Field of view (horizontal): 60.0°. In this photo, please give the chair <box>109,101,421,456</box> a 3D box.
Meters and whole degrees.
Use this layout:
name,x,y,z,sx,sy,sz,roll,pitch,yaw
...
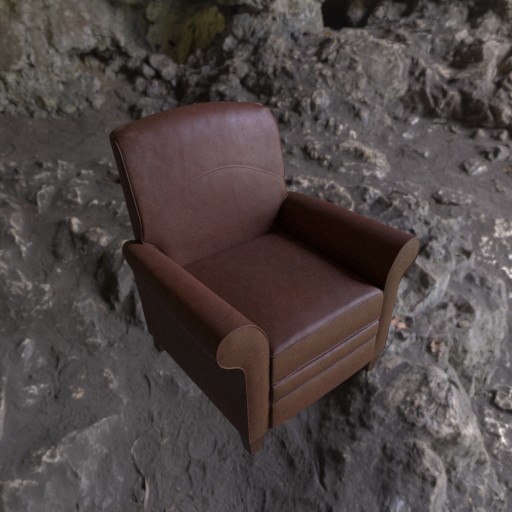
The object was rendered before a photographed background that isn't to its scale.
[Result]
name,x,y,z,sx,sy,sz,roll,pitch,yaw
chair,0.000,0.000,1.812,0.978,1.061,0.902,-23,38,-32
